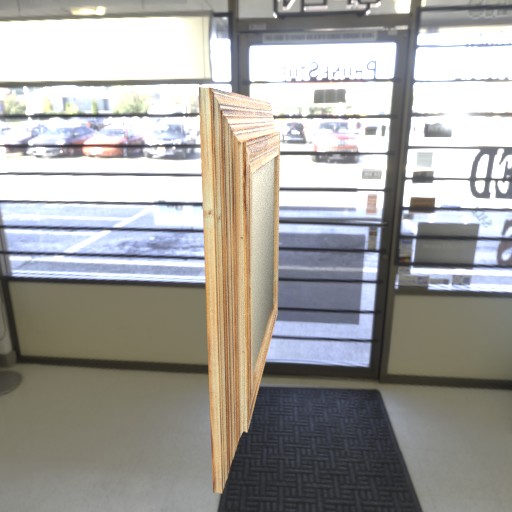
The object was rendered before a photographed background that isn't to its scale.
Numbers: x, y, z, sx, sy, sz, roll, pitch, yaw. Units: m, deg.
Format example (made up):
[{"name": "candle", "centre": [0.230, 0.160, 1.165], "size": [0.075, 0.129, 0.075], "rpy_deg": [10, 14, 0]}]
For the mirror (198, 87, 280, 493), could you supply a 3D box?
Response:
[{"name": "mirror", "centre": [0.000, 0.000, 1.194], "size": [0.061, 0.804, 0.804], "rpy_deg": [3, 18, 8]}]
